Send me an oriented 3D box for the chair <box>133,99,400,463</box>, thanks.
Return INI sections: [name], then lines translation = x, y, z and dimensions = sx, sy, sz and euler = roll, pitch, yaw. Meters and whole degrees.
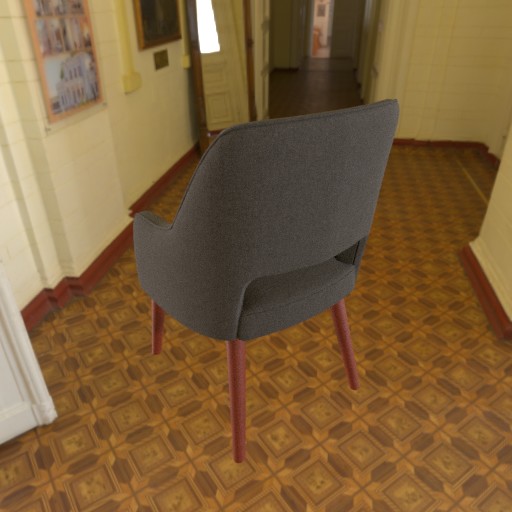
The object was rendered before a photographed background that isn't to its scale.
[chair]
translation = 0.000, 0.000, 1.172
dimensions = 0.559, 0.838, 0.560
euler = -20, 35, -30
